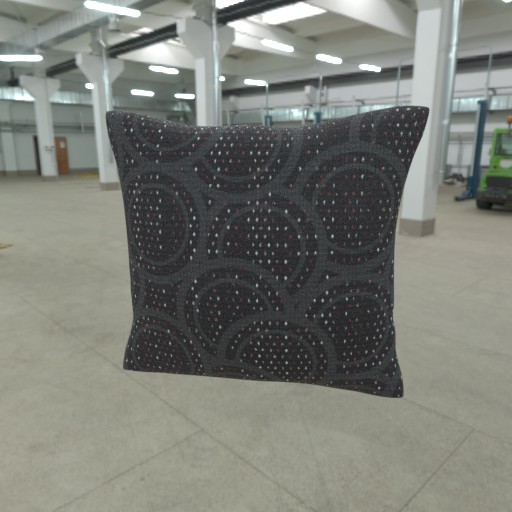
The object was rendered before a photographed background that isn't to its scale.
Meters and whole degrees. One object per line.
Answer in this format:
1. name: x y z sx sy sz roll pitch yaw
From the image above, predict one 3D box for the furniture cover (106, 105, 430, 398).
1. furniture cover: 0.000 0.000 0.802 0.552 0.509 0.193 3 14 10
